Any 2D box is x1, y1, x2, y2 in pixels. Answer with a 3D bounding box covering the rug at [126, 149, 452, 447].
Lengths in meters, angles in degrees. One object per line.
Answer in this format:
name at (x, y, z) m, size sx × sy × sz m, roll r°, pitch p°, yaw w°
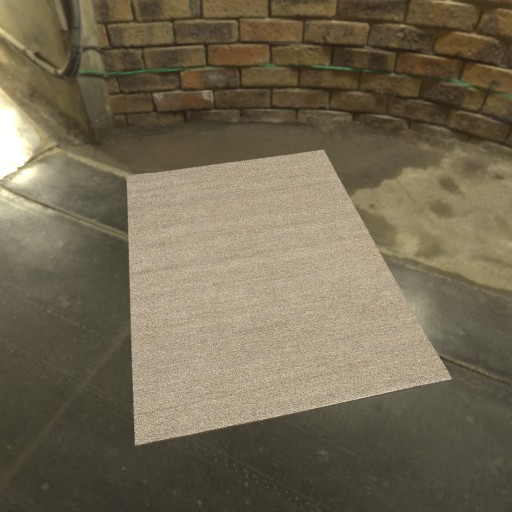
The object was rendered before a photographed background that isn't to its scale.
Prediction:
rug at (0.000, 0.000, 4.895) m, size 2.757 × 0.051 × 3.626 m, roll -9°, pitch 48°, yaw -8°
